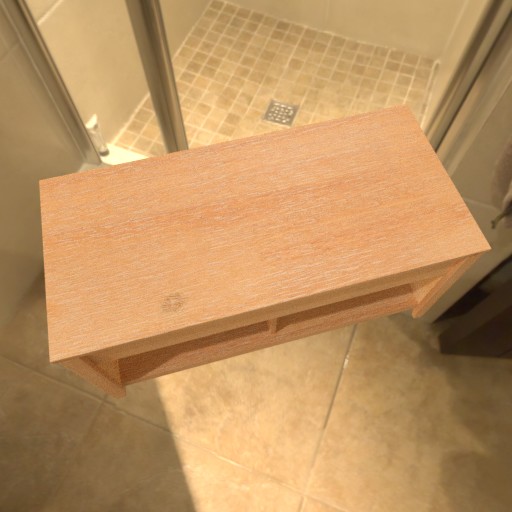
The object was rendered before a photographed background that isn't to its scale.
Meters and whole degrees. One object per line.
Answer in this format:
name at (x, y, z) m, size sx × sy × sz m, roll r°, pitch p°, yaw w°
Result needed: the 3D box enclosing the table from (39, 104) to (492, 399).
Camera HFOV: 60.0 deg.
table at (0.000, 0.000, 1.288) m, size 1.016 × 0.457 × 0.483 m, roll -14°, pitch 63°, yaw -7°
